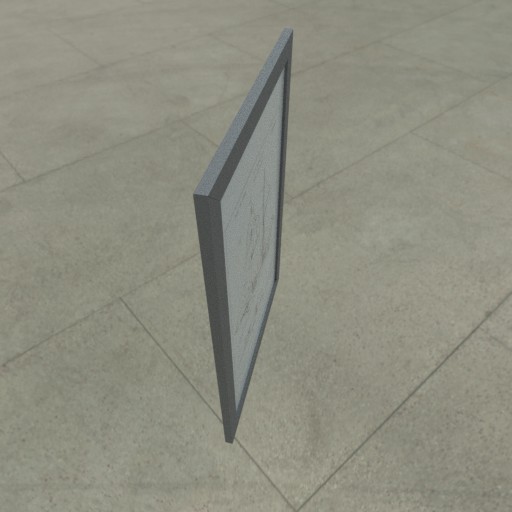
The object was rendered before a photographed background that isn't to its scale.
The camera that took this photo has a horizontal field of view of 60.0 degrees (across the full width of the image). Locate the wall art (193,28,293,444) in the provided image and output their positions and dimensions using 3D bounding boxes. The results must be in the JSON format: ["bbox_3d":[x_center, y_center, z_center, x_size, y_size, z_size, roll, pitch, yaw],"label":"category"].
[{"bbox_3d":[0.000,0.000,0.684,0.013,0.534,0.380,10,47,10],"label":"wall art"}]
